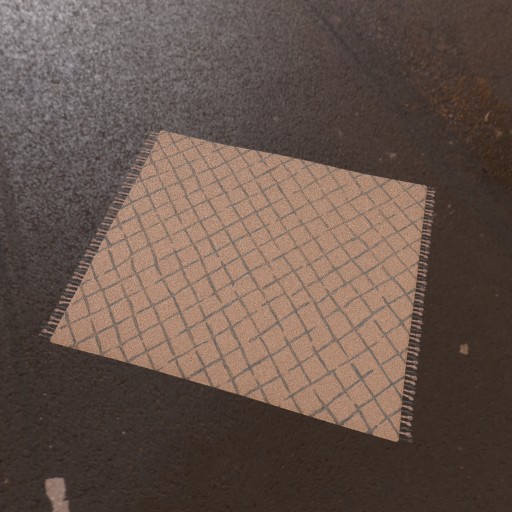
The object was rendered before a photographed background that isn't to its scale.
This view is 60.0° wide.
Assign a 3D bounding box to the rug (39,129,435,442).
[{"bbox_3d":[0.000,0.000,4.726,3.585,0.036,2.892,14,61,8],"label":"rug"}]
